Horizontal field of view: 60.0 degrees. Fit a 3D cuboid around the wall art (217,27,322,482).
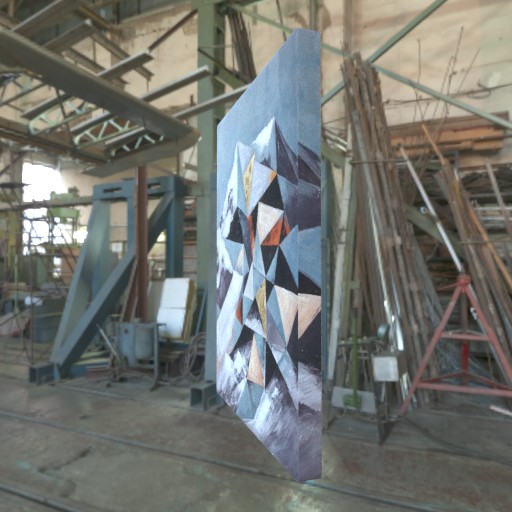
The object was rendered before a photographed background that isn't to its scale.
[{"bbox_3d":[0.000,0.000,0.814,0.037,0.613,0.455,0,-1,-19],"label":"wall art"}]
